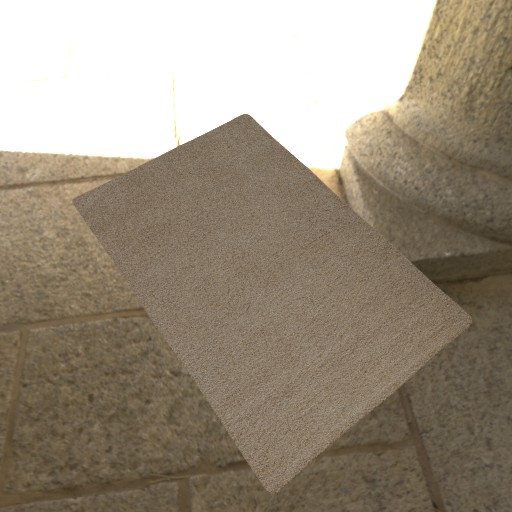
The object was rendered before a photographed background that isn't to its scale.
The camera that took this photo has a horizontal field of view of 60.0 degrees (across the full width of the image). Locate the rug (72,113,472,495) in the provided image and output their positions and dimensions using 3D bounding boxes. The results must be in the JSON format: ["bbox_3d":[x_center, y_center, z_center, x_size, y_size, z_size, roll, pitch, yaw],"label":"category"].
[{"bbox_3d":[0.000,0.000,3.374,1.801,0.024,2.700,-32,63,-19],"label":"rug"}]
